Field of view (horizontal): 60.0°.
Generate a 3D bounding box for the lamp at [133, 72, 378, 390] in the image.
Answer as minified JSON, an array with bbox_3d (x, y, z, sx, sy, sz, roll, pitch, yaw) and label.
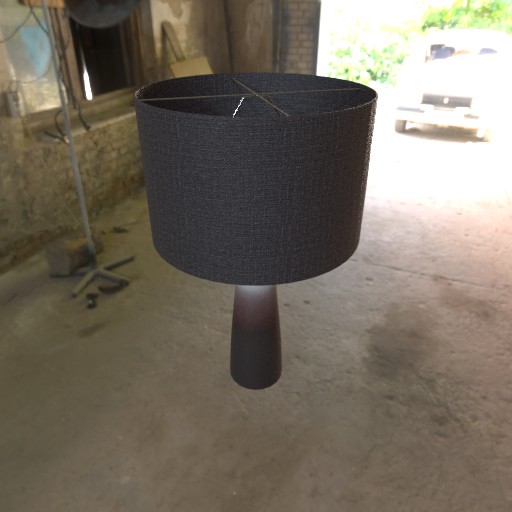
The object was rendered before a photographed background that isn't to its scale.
[{"bbox_3d":[0.000,0.000,0.685,0.303,0.488,0.303,0,30,0],"label":"lamp"}]
